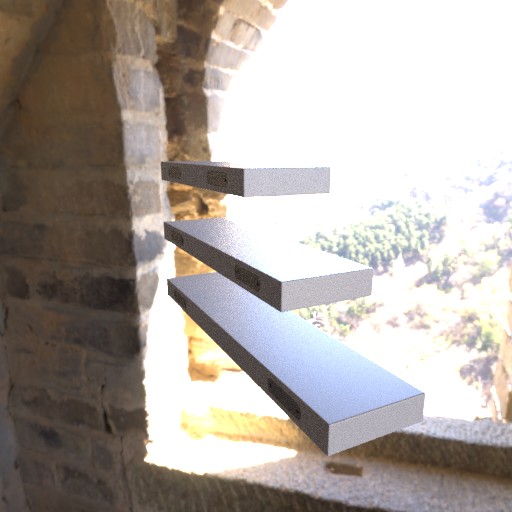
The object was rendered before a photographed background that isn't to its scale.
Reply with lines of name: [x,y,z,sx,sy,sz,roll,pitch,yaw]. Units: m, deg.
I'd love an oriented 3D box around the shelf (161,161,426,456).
shelf: [0.000,0.000,0.730,0.140,0.293,0.610,-7,15,-26]
